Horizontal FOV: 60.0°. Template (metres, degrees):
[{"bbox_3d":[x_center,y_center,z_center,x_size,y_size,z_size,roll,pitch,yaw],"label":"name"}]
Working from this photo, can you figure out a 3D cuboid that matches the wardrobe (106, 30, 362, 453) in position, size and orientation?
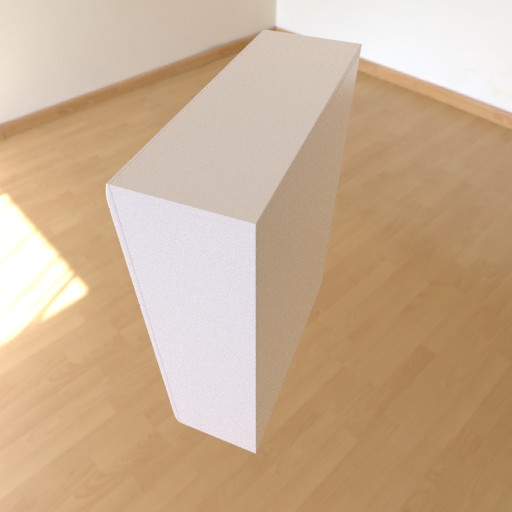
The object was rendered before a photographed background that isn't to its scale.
[{"bbox_3d":[0.000,0.000,1.591,0.360,1.200,0.900,16,49,15],"label":"wardrobe"}]
